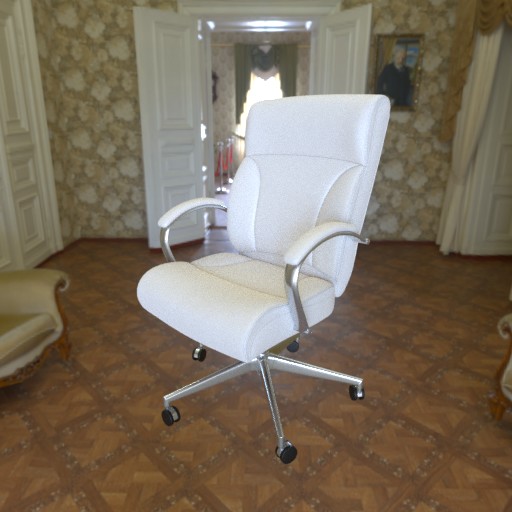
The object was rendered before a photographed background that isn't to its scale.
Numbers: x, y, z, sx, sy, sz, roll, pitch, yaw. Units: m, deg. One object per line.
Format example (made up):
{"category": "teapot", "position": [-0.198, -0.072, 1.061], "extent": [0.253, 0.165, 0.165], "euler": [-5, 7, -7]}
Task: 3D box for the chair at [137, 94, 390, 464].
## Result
{"category": "chair", "position": [0.000, 0.000, 1.582], "extent": [0.745, 1.099, 0.727], "euler": [-16, 23, -42]}
